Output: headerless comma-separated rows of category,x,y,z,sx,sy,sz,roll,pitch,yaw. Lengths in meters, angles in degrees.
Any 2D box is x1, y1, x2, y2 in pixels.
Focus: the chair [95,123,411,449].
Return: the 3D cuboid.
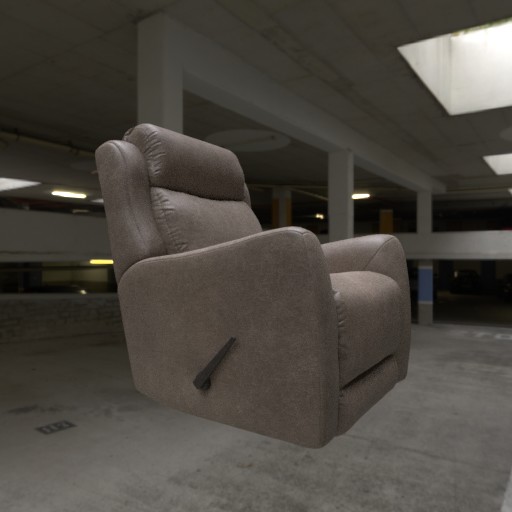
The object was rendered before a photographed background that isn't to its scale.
chair,0.000,0.000,1.872,1.068,1.116,0.967,0,0,34
